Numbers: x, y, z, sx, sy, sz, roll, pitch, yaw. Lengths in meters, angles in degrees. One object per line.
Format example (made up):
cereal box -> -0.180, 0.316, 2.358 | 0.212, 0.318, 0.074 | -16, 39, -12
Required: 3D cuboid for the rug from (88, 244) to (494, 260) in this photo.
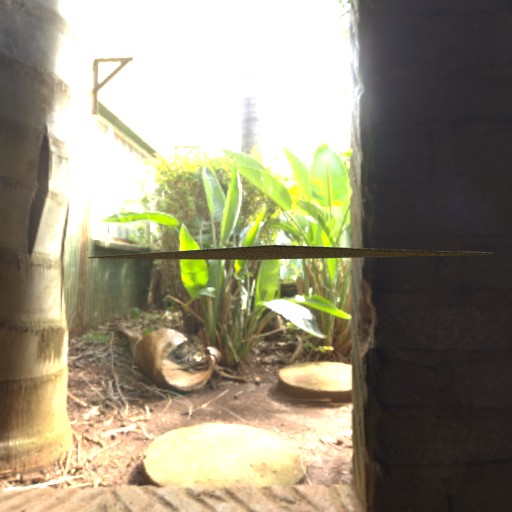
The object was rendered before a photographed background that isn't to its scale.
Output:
rug -> 0.000, 0.000, 2.181 | 1.143, 0.010, 1.758 | 1, -2, -36
